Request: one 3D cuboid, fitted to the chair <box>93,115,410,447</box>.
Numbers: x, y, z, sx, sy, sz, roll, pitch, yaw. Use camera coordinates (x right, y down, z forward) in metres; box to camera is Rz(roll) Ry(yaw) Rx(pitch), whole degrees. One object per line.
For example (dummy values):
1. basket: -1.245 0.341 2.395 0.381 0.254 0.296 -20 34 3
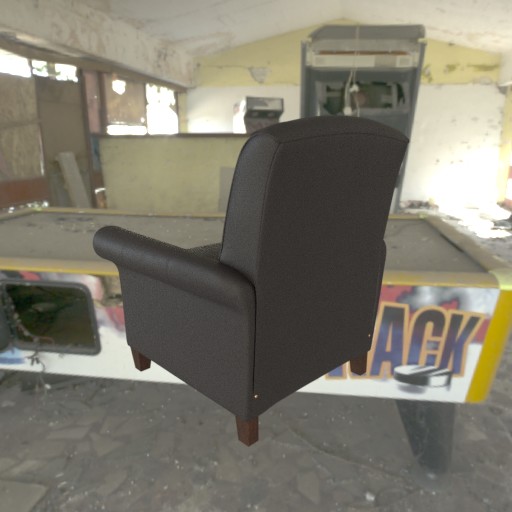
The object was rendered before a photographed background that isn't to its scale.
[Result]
1. chair: 0.000 0.000 1.809 0.978 1.061 0.902 -14 20 -42
